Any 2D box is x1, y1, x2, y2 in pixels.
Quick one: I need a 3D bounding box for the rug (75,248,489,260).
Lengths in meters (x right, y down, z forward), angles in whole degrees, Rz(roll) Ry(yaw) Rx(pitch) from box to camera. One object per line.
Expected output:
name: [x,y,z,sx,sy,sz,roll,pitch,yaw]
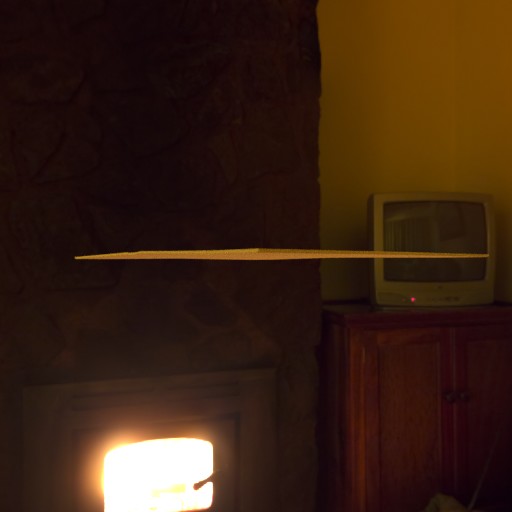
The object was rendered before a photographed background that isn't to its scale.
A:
rug: [0.000,0.000,4.200,2.434,0.045,3.202,1,-1,-37]
